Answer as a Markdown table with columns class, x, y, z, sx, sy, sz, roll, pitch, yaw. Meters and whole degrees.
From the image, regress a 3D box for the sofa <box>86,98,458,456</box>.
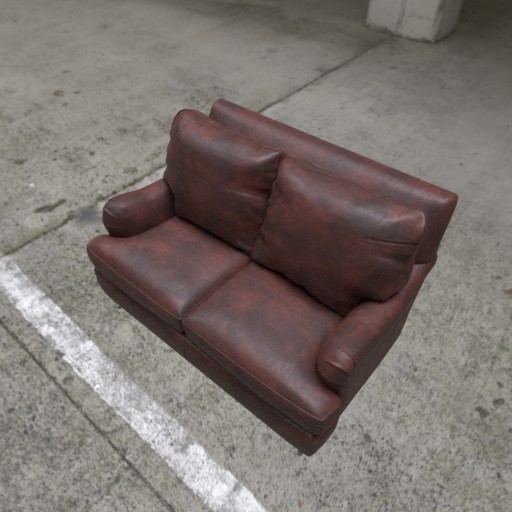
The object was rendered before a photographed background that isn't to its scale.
| class | x | y | z | sx | sy | sz | roll | pitch | yaw |
| --- | --- | --- | --- | --- | --- | --- | --- | --- | --- |
| sofa | 0.000 | 0.000 | 2.389 | 1.628 | 1.070 | 1.148 | 31 | 53 | 27 |
